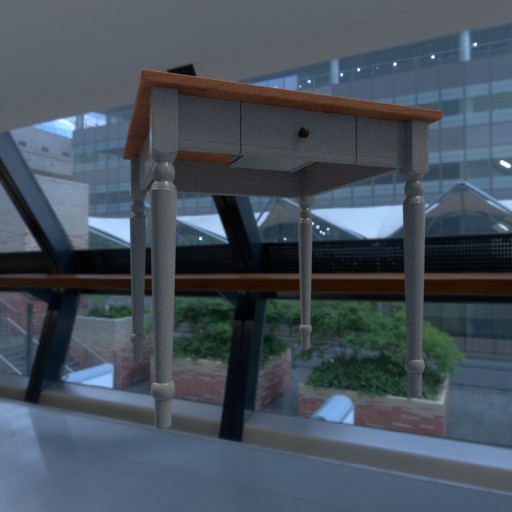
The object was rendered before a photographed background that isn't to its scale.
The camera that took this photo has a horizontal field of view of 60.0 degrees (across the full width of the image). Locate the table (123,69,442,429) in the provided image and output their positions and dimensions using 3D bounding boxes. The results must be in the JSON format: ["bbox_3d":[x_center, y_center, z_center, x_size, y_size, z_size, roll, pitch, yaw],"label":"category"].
[{"bbox_3d":[0.000,0.000,1.357,0.747,0.738,0.747,0,-1,-20],"label":"table"}]
